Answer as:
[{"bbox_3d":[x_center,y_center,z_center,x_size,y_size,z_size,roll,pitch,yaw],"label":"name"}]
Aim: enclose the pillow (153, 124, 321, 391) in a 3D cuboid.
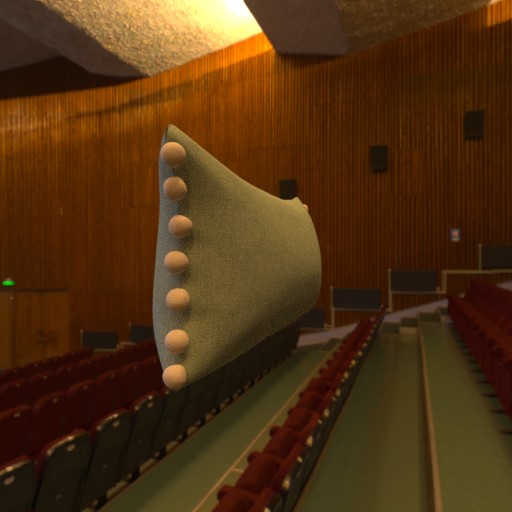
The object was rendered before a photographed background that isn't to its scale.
[{"bbox_3d":[0.000,0.000,0.837,0.201,0.322,0.709,0,1,19],"label":"pillow"}]
